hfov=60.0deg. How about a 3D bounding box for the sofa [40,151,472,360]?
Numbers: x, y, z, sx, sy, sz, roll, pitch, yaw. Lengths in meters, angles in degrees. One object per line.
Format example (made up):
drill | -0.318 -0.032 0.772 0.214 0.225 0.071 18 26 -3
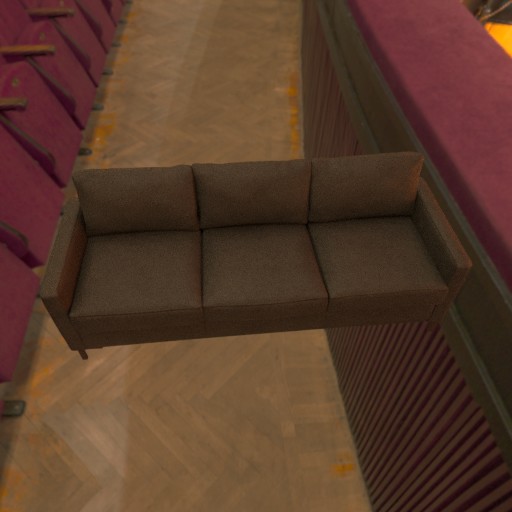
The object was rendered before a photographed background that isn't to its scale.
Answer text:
sofa | 0.000 0.000 2.367 2.029 0.805 0.748 -4 47 -4
